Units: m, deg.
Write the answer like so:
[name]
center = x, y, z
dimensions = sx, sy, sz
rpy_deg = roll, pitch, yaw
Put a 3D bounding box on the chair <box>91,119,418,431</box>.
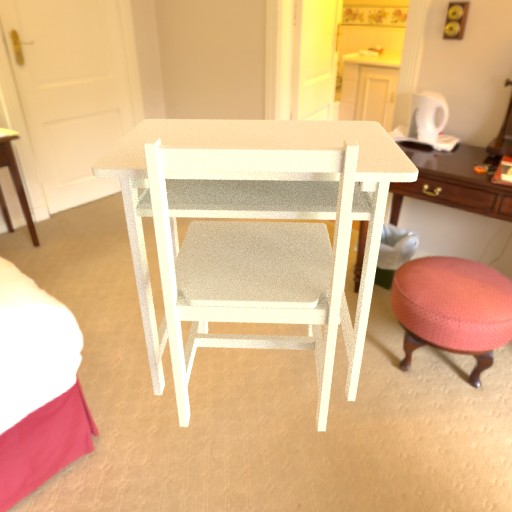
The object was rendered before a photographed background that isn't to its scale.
[chair]
center = 0.000, 0.000, 1.069
dimensions = 0.599, 0.673, 0.461
rpy_deg = 1, 30, 2
